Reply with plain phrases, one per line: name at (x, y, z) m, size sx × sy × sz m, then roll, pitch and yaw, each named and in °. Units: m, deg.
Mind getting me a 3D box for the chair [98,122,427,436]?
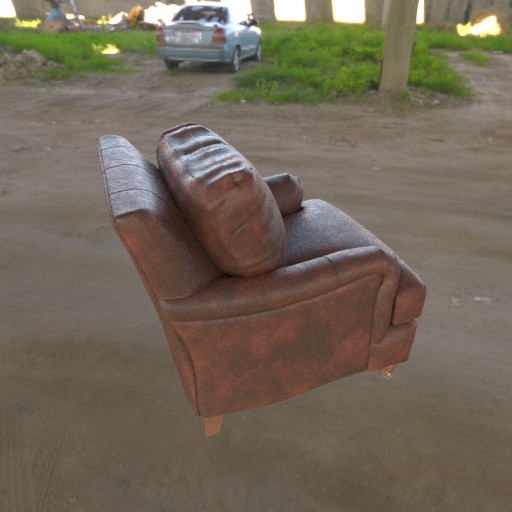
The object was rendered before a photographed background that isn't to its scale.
chair at (0.000, 0.000, 1.953) m, size 1.156 × 1.051 × 0.987 m, roll -10°, pitch 31°, yaw -17°
